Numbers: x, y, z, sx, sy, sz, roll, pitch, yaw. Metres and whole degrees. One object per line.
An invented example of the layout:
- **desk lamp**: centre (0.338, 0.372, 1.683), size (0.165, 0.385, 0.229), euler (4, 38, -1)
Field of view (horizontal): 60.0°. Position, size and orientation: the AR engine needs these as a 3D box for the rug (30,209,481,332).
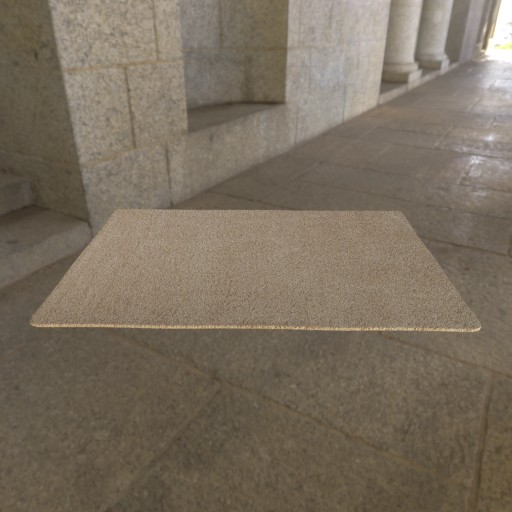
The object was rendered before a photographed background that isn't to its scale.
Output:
- **rug**: centre (0.000, 0.000, 3.400), size (2.700, 0.024, 1.801), euler (0, 28, 1)
